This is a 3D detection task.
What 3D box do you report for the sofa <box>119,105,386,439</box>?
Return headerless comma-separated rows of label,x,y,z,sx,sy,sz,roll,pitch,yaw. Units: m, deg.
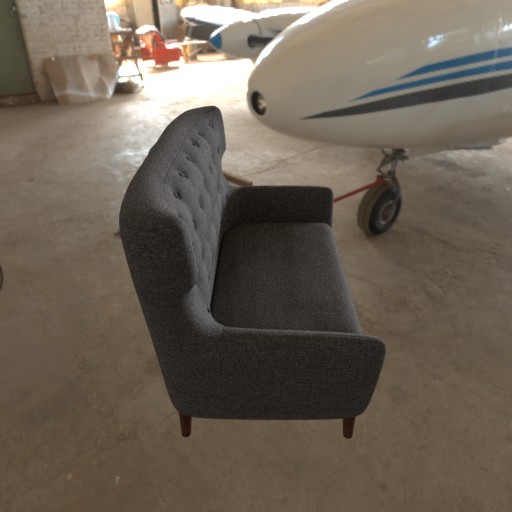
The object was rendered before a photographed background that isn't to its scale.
sofa,0.000,0.000,2.000,0.874,1.028,1.358,0,32,0
